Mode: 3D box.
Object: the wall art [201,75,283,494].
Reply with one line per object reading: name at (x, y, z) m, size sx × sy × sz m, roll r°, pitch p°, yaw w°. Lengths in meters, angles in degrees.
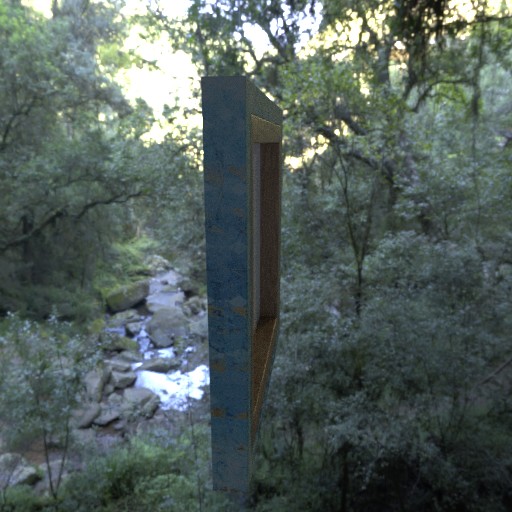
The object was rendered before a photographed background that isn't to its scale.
wall art at (0.000, 0.000, 0.604) m, size 0.037 × 0.405 × 0.405 m, roll 2°, pitch 15°, yaw 7°
